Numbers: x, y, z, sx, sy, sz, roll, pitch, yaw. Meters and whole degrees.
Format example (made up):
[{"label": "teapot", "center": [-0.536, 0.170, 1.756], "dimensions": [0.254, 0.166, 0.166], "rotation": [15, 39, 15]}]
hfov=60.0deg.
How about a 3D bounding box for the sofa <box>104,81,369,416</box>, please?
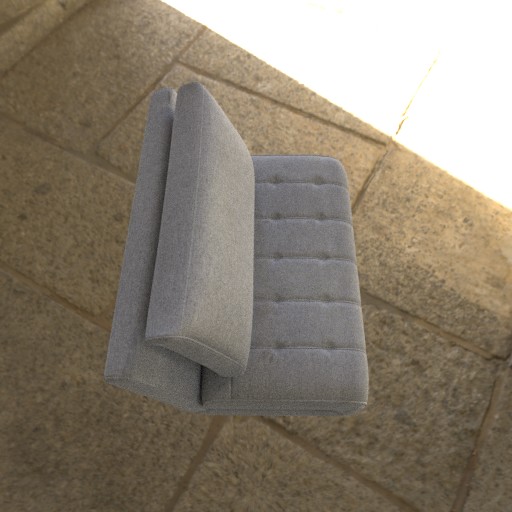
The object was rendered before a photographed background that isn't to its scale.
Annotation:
[{"label": "sofa", "center": [0.000, 0.000, 1.889], "dimensions": [0.910, 0.910, 1.220], "rotation": [1, 62, 0]}]
